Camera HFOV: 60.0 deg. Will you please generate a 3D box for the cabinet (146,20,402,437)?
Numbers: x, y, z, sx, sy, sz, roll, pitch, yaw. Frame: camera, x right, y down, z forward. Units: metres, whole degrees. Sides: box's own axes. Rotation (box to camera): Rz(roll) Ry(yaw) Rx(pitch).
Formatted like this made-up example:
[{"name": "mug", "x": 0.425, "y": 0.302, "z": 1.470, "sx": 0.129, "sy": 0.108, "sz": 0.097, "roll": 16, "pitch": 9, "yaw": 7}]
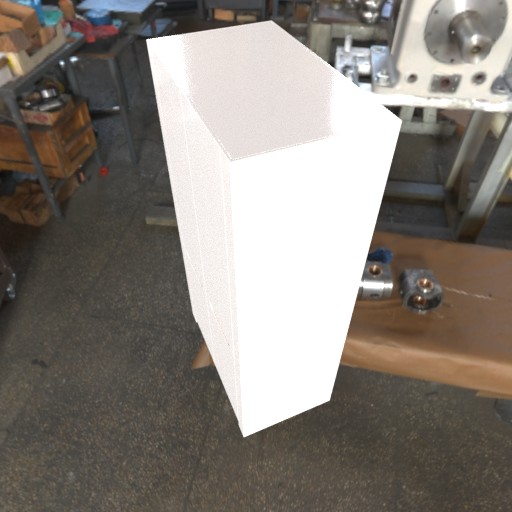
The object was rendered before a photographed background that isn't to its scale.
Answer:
[{"name": "cabinet", "x": 0.000, "y": 0.000, "z": 2.317, "sx": 0.580, "sy": 1.920, "sz": 0.980, "roll": -17, "pitch": 48, "yaw": -16}]
